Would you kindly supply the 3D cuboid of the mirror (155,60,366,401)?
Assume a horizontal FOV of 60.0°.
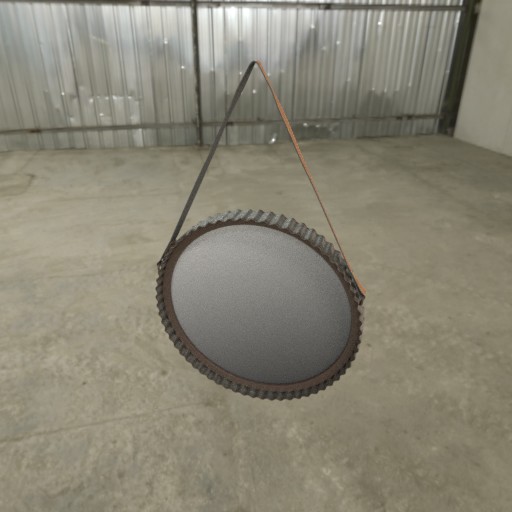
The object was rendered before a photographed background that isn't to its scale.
[{"bbox_3d":[0.000,0.000,0.701,0.355,0.568,0.042,8,28,15],"label":"mirror"}]
